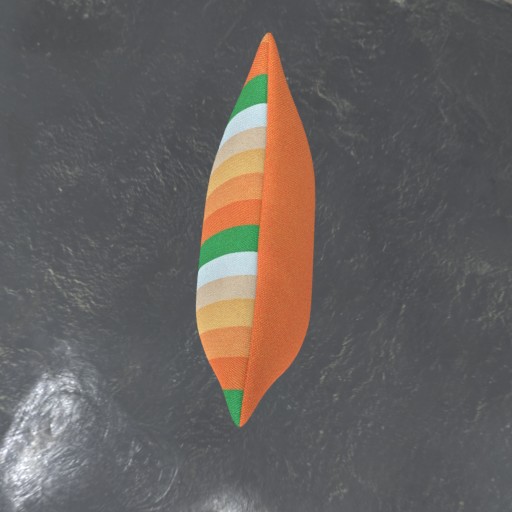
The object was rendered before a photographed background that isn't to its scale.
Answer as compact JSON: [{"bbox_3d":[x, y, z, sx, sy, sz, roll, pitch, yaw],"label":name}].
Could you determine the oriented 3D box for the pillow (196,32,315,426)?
[{"bbox_3d":[0.000,0.000,0.696,0.169,0.444,0.453,4,76,1],"label":"pillow"}]
